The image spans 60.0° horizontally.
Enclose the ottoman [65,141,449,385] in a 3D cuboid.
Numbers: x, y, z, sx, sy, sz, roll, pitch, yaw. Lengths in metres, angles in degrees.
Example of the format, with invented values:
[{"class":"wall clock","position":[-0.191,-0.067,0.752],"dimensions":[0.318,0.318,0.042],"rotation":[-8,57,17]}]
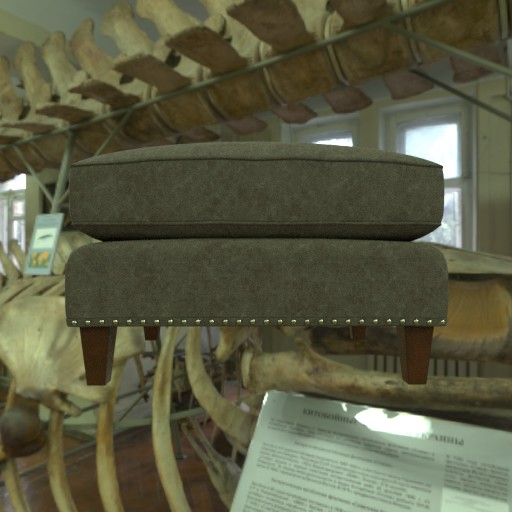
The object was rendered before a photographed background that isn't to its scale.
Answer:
[{"class":"ottoman","position":[0.000,0.000,1.132],"dimensions":[0.741,0.513,0.584],"rotation":[0,0,-1]}]
